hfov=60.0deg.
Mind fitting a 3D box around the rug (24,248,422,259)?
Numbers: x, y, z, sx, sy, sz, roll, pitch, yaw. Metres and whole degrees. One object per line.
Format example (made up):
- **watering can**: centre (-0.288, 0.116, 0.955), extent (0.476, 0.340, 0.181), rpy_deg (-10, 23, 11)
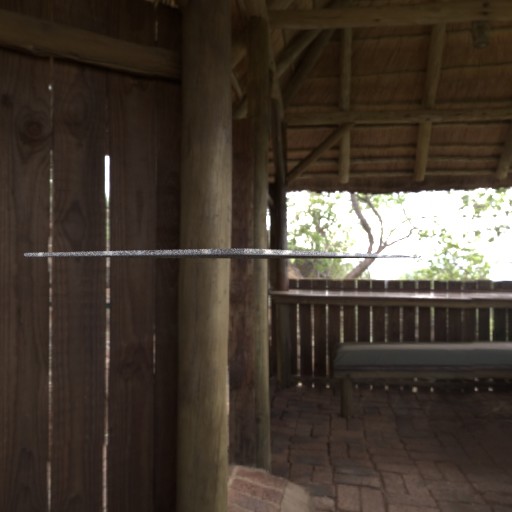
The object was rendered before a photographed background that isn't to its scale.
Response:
- **rug**: centre (0.000, 0.000, 3.454), extent (1.801, 0.026, 2.701), rpy_deg (0, -1, 36)
